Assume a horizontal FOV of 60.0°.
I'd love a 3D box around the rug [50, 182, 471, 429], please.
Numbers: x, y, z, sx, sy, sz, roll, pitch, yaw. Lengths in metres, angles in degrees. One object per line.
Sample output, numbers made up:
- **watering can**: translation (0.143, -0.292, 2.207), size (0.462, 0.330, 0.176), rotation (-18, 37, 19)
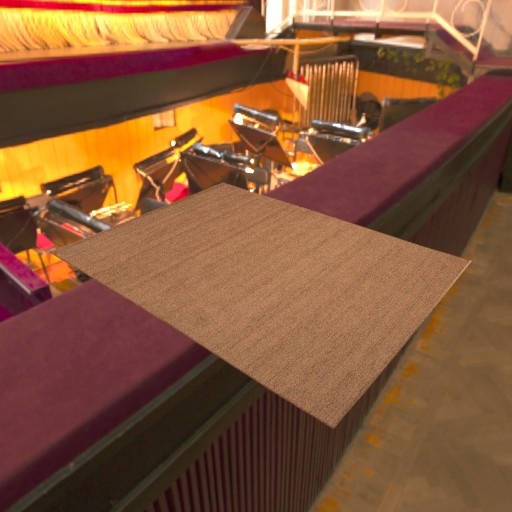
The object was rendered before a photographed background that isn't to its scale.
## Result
- **rug**: translation (0.000, 0.000, 4.953), size (3.778, 0.053, 2.873), rotation (23, 37, 34)
